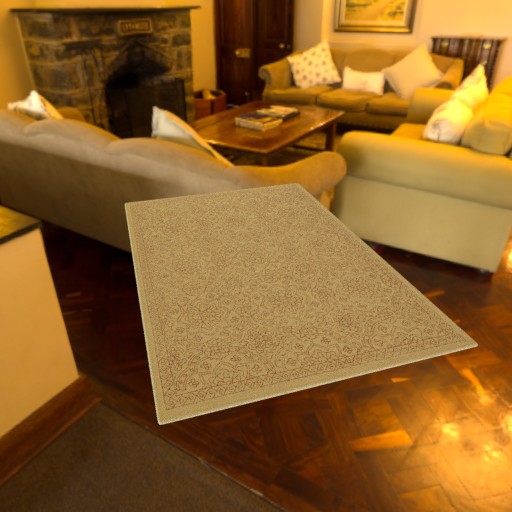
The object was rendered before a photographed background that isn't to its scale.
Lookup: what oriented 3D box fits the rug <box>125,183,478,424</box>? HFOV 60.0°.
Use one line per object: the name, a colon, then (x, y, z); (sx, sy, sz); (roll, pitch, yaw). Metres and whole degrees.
rug: (0.000, 0.000, 2.298); (1.219, 0.010, 1.829); (-9, 31, -15)
